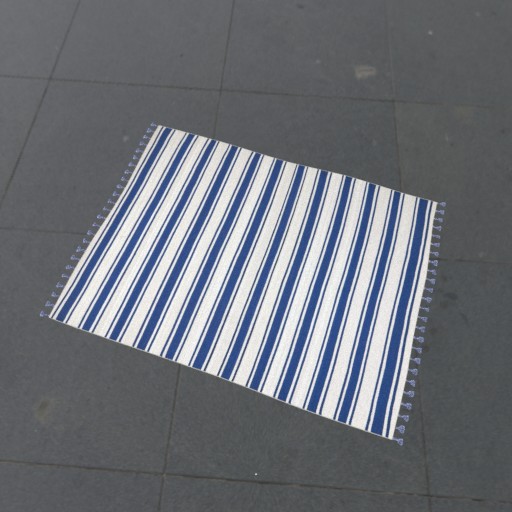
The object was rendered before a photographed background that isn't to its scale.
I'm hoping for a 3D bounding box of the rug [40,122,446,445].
[{"bbox_3d":[0.000,0.000,4.361,3.416,0.016,2.471,17,65,8],"label":"rug"}]
